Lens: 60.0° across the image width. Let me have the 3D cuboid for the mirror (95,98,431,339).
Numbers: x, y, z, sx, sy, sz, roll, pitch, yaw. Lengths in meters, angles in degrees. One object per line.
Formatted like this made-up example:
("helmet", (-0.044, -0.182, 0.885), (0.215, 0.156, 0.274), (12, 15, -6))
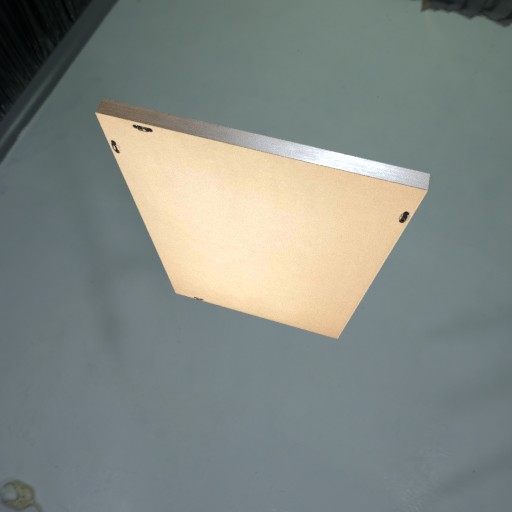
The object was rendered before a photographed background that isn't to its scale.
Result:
("mirror", (0.000, 0.000, 1.195), (0.609, 0.915, 0.041), (15, 65, 7))
